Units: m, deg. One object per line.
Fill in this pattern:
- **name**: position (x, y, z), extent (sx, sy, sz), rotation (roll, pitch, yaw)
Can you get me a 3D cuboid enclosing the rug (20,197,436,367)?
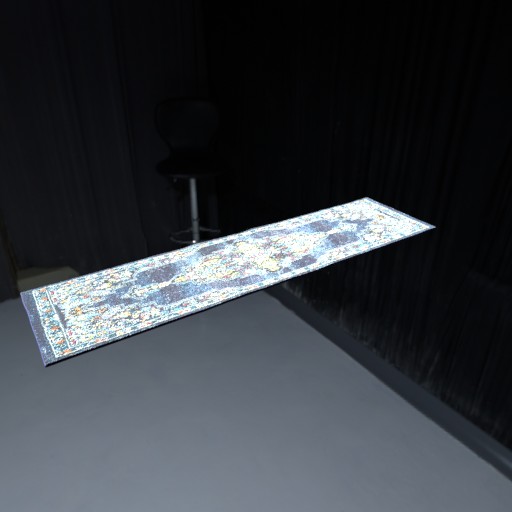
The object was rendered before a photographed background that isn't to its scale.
- **rug**: position (0.000, 0.000, 2.426), extent (2.283, 0.016, 0.602), rotation (-17, 33, -28)
